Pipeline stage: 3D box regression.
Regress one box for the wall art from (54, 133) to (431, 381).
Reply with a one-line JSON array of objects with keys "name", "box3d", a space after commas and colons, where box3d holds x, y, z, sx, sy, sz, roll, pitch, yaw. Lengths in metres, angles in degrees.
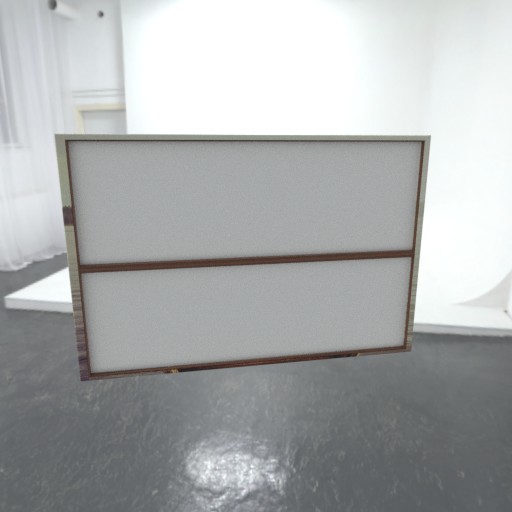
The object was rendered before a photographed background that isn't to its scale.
[{"name": "wall art", "box3d": [0.000, 0.000, 1.445, 1.149, 0.765, 0.040, -3, 14, -10]}]
